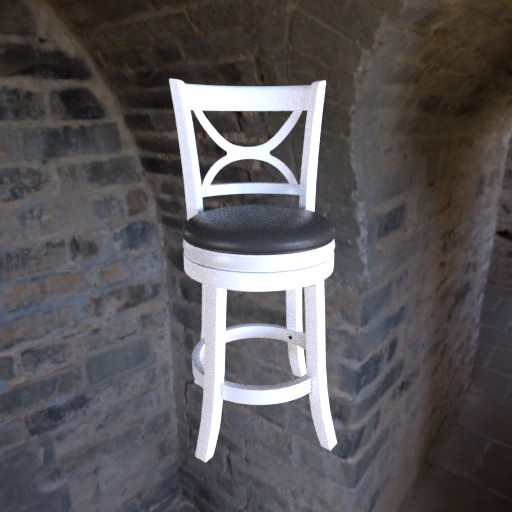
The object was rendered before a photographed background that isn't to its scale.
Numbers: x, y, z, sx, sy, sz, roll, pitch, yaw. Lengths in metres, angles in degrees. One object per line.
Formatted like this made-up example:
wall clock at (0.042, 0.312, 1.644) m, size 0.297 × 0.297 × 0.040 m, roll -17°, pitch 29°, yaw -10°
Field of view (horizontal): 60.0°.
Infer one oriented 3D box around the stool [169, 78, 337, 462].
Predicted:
stool at (0.000, 0.000, 1.249) m, size 0.444 × 0.953 × 0.508 m, roll -2°, pitch 17°, yaw -7°
